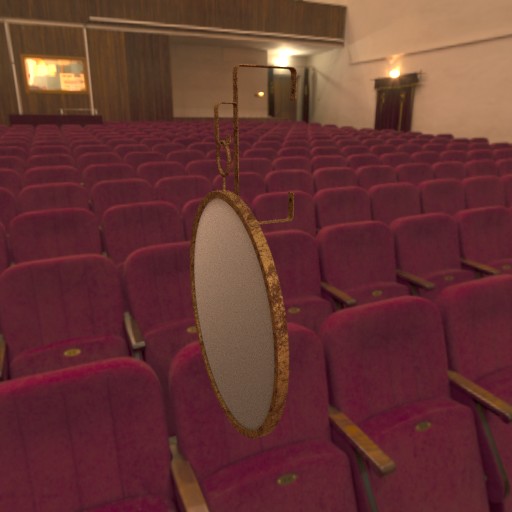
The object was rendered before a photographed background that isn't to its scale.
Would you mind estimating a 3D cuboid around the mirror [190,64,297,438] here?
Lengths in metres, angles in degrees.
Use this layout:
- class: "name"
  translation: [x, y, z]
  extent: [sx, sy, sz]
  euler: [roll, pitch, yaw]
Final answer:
- class: "mirror"
  translation: [0.000, 0.000, 0.819]
  extent: [0.144, 0.651, 0.447]
  euler: [-7, 18, -23]
